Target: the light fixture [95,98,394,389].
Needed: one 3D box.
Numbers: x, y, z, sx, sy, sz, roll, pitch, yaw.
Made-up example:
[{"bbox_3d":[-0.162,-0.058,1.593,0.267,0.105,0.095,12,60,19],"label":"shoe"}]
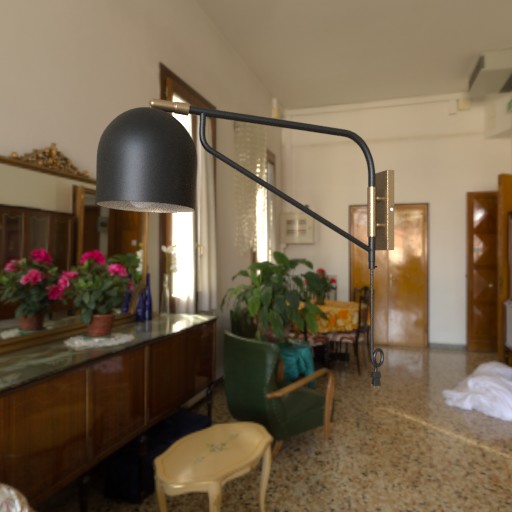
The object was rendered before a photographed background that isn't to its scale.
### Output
[{"bbox_3d":[0.000,0.000,1.056,0.720,0.696,0.215,0,0,-18],"label":"light fixture"}]
